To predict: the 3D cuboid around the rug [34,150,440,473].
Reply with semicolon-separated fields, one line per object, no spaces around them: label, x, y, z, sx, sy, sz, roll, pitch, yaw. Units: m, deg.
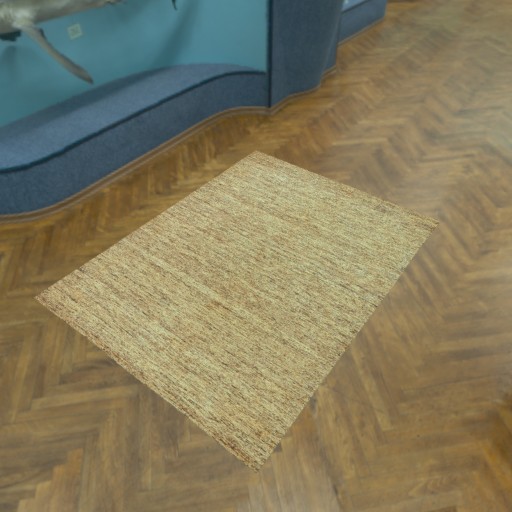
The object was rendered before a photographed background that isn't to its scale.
rug;0.000;0.000;4.261;2.438;0.012;3.200;27;49;26
